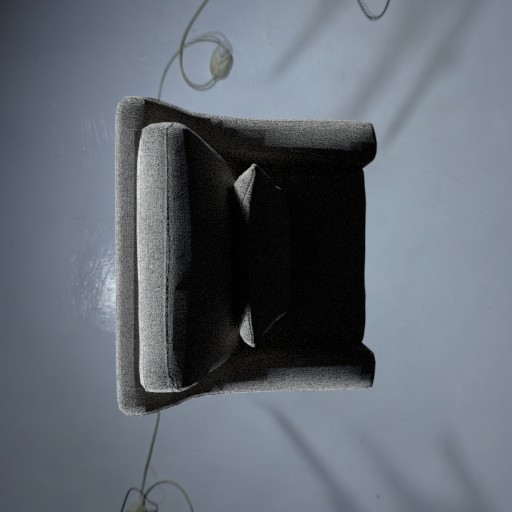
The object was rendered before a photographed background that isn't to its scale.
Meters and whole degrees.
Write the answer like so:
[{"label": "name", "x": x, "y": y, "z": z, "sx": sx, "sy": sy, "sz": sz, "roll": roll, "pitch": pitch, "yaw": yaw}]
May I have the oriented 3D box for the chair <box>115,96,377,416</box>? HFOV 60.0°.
[{"label": "chair", "x": 0.000, "y": 0.000, "z": 1.900, "sx": 1.009, "sy": 1.037, "sz": 1.138, "roll": 0, "pitch": 91, "yaw": -1}]
